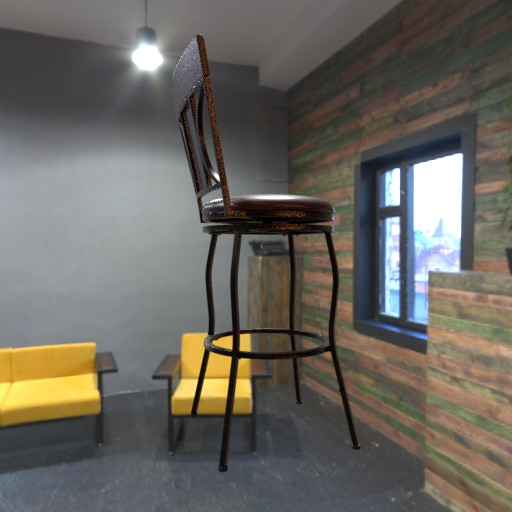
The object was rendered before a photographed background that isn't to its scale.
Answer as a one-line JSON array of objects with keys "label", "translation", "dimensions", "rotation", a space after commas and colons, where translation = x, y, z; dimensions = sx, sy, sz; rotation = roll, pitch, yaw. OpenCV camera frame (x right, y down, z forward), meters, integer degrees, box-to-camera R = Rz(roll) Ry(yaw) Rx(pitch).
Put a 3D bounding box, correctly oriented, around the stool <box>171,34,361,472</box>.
[{"label": "stool", "translation": [0.000, 0.000, 1.414], "dimensions": [0.513, 1.130, 0.448], "rotation": [0, 1, -19]}]
